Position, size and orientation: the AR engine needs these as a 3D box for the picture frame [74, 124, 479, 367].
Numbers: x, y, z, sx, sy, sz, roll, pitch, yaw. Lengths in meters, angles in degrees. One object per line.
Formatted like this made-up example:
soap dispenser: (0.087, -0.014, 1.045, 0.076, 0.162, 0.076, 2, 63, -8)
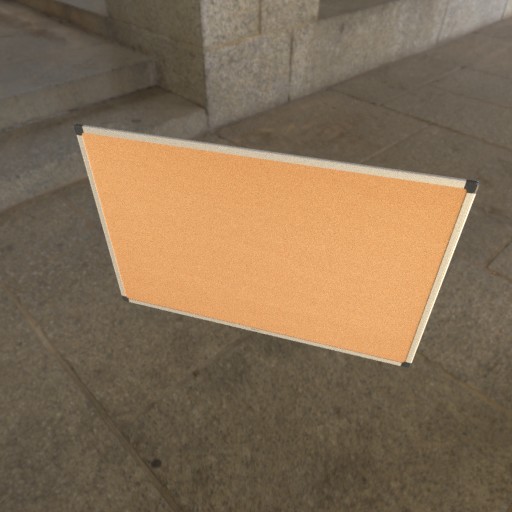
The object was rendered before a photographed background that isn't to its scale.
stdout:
picture frame: (0.000, 0.000, 1.144, 0.900, 0.600, 0.010, 11, 42, 13)
